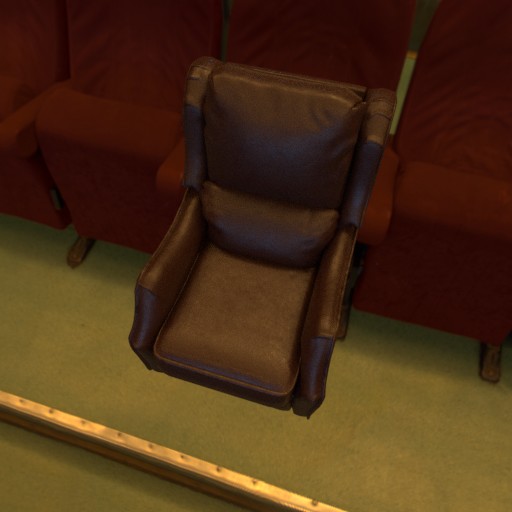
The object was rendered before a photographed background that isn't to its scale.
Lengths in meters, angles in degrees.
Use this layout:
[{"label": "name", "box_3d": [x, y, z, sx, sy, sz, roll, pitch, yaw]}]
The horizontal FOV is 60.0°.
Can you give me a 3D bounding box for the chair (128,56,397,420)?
[{"label": "chair", "box_3d": [0.000, 0.000, 1.745, 0.770, 1.132, 0.982, 14, 58, 9]}]
